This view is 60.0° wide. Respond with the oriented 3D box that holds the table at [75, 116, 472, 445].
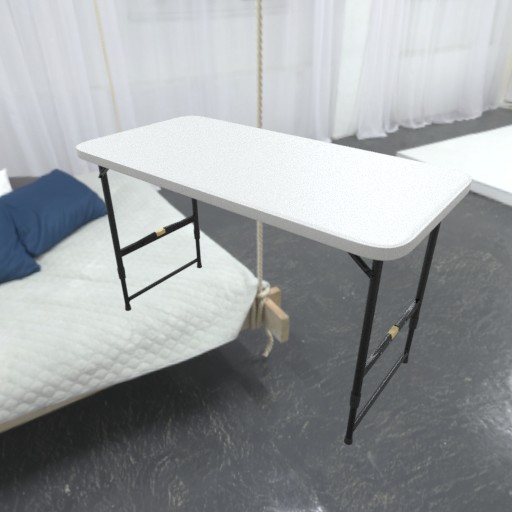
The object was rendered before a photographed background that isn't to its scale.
[{"bbox_3d":[0.000,0.000,1.626,1.219,0.737,0.610,22,37,32],"label":"table"}]
